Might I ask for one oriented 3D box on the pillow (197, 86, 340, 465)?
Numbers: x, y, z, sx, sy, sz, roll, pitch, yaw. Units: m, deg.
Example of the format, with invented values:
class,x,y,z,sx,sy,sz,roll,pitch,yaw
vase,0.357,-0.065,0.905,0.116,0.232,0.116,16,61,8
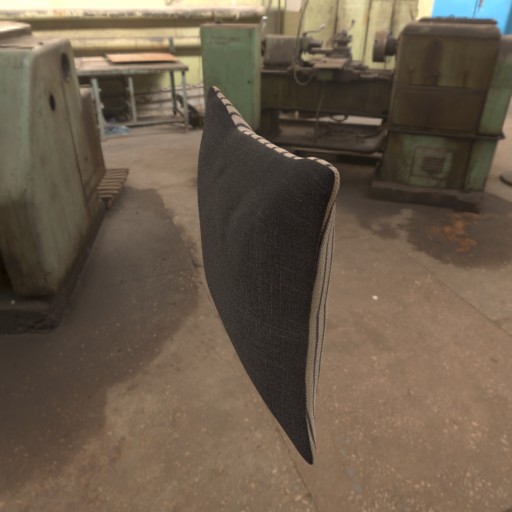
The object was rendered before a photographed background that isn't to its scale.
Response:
class,x,y,z,sx,sy,sz,roll,pitch,yaw
pillow,0.000,0.000,0.708,0.138,0.444,0.468,-10,32,-17
